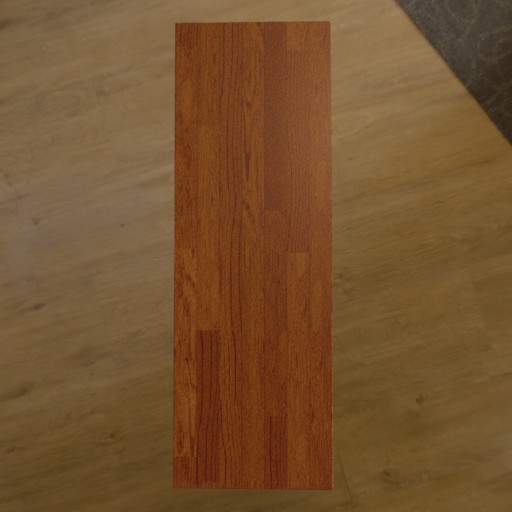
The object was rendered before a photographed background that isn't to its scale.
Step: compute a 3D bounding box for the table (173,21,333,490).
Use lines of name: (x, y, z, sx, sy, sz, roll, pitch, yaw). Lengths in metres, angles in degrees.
table: (0.000, 0.000, 1.509, 0.408, 0.740, 1.204, 0, 89, 1)
